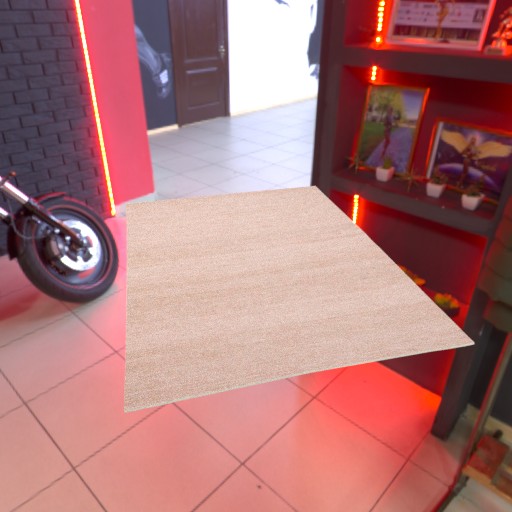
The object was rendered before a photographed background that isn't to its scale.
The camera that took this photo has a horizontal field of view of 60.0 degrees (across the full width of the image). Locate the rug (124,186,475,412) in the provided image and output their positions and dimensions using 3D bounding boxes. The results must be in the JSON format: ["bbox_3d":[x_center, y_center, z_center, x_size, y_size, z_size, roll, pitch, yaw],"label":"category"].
[{"bbox_3d":[0.000,0.000,4.237,2.434,0.045,3.202,-7,31,-12],"label":"rug"}]
